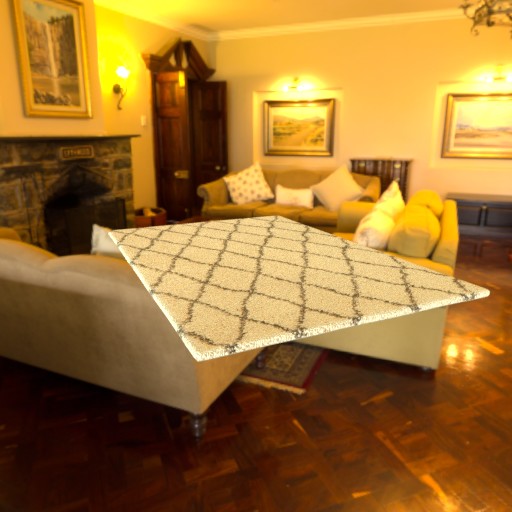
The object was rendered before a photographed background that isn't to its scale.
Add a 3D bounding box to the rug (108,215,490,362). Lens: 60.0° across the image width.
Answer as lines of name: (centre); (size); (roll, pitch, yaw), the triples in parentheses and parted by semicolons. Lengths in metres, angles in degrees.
rug: (0.000, 0.000, 2.274); (1.219, 0.030, 1.778); (-7, 17, -24)
